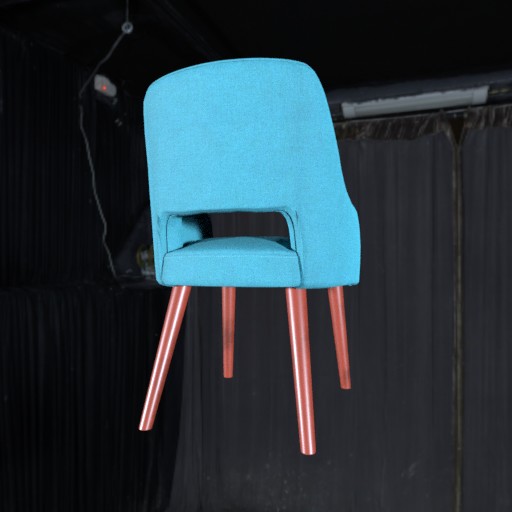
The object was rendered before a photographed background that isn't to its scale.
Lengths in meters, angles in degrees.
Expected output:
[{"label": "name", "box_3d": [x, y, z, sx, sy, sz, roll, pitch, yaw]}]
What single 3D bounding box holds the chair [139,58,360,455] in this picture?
[{"label": "chair", "box_3d": [0.000, 0.000, 1.246, 0.548, 0.849, 0.605, 0, -1, 20]}]
